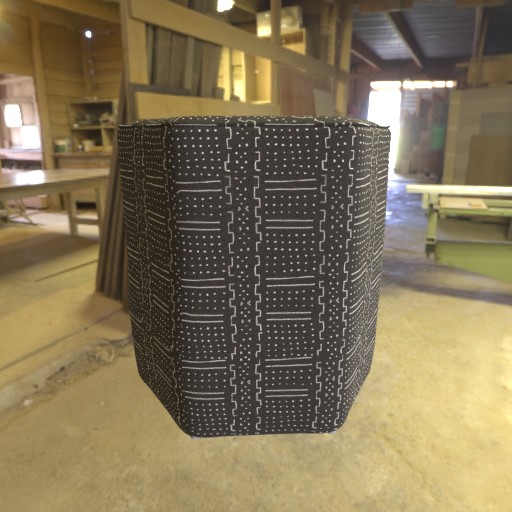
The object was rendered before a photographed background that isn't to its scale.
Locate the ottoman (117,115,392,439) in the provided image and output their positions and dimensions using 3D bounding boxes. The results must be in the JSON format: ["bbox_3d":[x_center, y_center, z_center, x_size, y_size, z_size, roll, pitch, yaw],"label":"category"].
[{"bbox_3d":[0.000,0.000,0.853,0.443,0.502,0.494,8,17,26],"label":"ottoman"}]
